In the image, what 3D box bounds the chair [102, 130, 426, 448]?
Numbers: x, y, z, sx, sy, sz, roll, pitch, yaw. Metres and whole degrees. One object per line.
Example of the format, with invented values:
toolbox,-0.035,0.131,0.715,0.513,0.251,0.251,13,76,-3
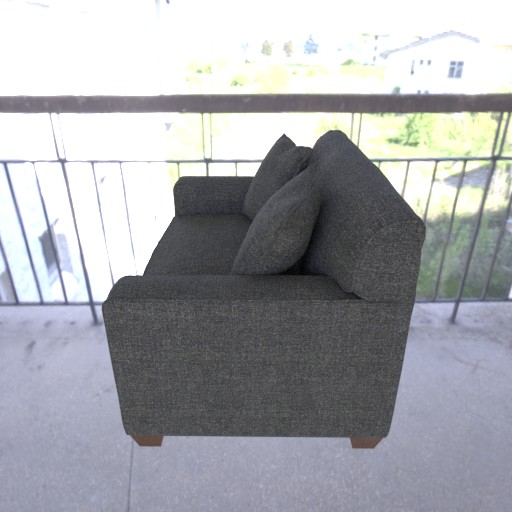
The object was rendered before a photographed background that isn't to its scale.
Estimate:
chair,0.000,0.000,2.017,1.000,0.948,1.383,0,26,1
